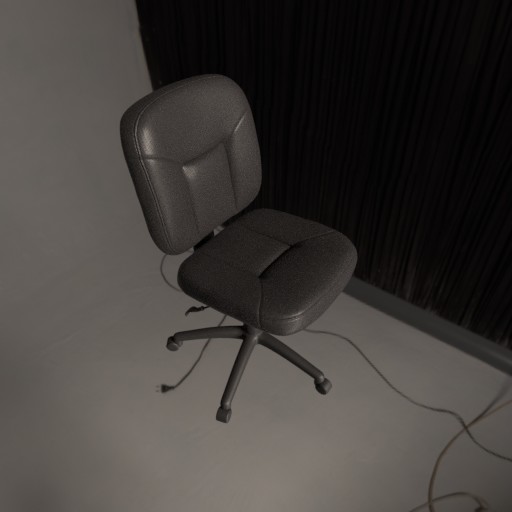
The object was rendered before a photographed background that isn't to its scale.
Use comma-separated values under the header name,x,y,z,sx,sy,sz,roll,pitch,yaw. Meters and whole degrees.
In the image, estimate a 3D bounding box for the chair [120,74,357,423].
name,x,y,z,sx,sy,sz,roll,pitch,yaw
chair,0.000,0.000,1.406,0.646,0.959,0.647,26,47,27
